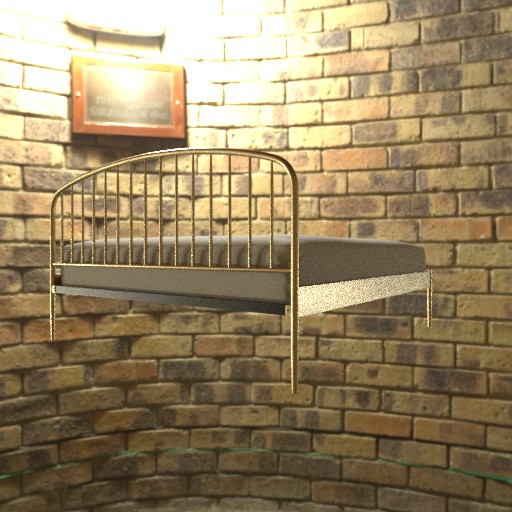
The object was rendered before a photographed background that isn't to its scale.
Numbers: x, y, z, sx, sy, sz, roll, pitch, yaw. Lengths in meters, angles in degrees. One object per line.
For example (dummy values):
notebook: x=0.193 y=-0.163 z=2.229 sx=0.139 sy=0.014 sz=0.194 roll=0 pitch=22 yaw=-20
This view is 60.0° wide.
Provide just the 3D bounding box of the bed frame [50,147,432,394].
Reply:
bed frame: x=0.000 y=0.000 z=3.374 sx=2.016 sy=1.174 sz=2.152 roll=0 pitch=1 yaw=36
